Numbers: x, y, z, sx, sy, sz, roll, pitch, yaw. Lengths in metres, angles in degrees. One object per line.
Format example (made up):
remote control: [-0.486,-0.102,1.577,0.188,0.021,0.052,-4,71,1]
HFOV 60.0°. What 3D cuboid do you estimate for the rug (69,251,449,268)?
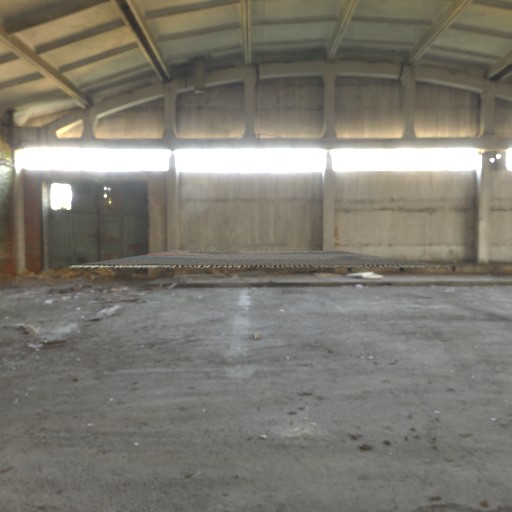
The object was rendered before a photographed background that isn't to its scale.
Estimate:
rug: [0.000,0.000,2.301,1.220,0.005,1.828,0,2,0]
